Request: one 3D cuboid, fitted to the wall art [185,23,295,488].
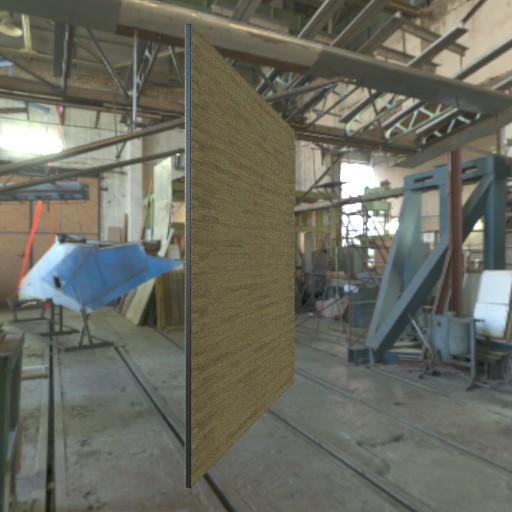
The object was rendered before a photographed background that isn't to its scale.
[{"bbox_3d":[0.000,0.000,0.760,0.009,0.559,0.483,0,0,20],"label":"wall art"}]
